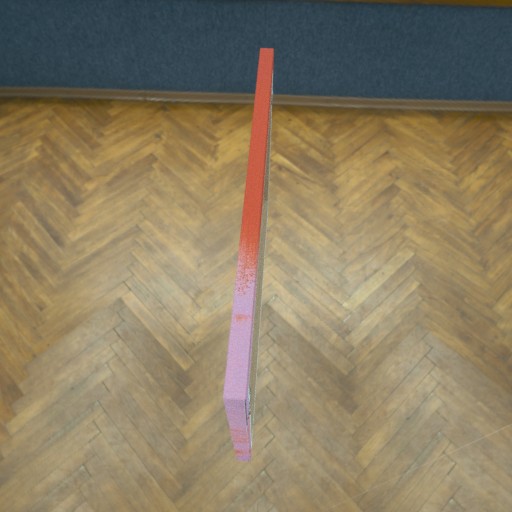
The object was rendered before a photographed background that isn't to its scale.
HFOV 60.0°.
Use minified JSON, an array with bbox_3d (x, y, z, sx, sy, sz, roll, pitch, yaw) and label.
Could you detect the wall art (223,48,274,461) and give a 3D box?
[{"bbox_3d":[0.000,0.000,1.173,0.040,0.609,0.913,3,57,2],"label":"wall art"}]
